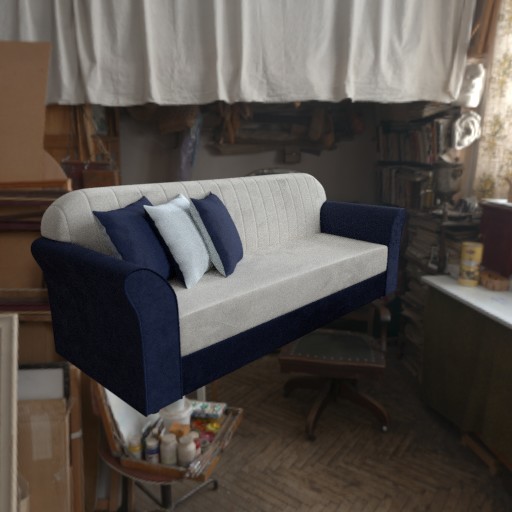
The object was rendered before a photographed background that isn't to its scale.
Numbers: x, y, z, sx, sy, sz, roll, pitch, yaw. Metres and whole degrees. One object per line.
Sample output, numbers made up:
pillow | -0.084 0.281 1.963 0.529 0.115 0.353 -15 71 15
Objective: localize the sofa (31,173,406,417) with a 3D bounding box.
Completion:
sofa | 0.000 0.000 2.381 0.749 0.789 2.006 13 19 41
